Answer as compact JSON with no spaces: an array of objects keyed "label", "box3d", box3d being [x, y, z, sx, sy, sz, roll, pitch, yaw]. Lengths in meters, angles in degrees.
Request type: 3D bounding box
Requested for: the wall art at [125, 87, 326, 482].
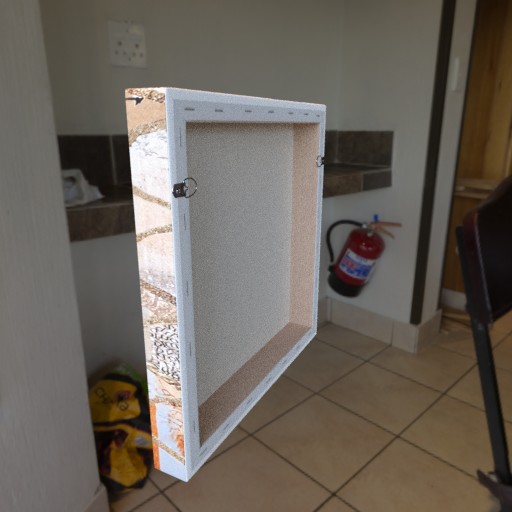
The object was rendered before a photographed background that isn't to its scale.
[{"label":"wall art","box3d":[0.000,0.000,0.454,0.036,0.304,0.303,8,18,27]}]
